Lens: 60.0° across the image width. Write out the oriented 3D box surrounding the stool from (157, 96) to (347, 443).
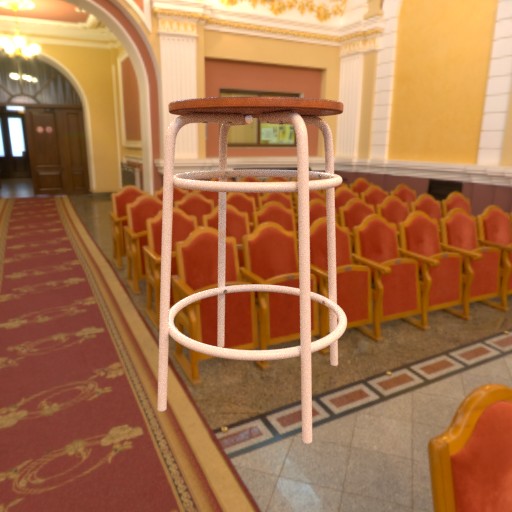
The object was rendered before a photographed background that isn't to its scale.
[{"bbox_3d":[0.000,0.000,0.940,0.455,0.610,0.455,-7,16,-25],"label":"stool"}]
